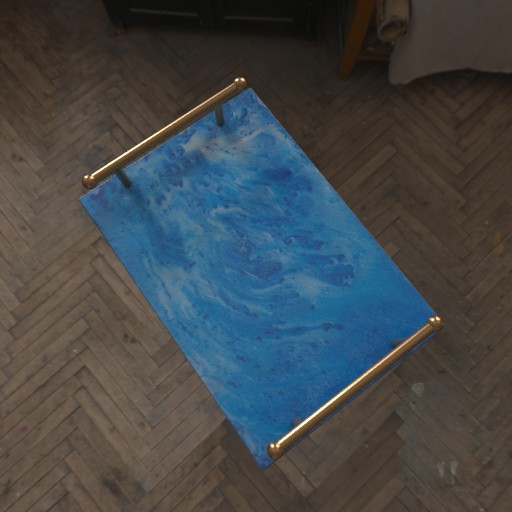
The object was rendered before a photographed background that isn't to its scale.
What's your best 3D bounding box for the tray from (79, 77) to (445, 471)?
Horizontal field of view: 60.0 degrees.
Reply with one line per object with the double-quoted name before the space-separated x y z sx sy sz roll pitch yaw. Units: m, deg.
"tray" 0.000 0.000 0.585 0.304 0.084 0.444 -36 79 -8
